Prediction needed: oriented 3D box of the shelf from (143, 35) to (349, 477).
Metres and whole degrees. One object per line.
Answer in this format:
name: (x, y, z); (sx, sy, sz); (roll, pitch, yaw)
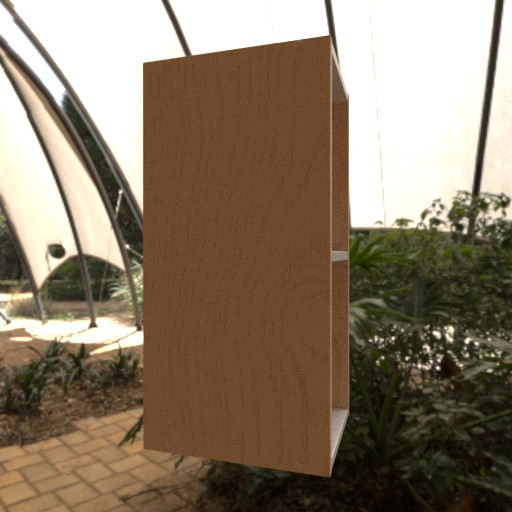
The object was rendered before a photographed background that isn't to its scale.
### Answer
shelf: (0.000, 0.000, 0.762); (0.290, 0.600, 0.250); (0, 0, 18)
